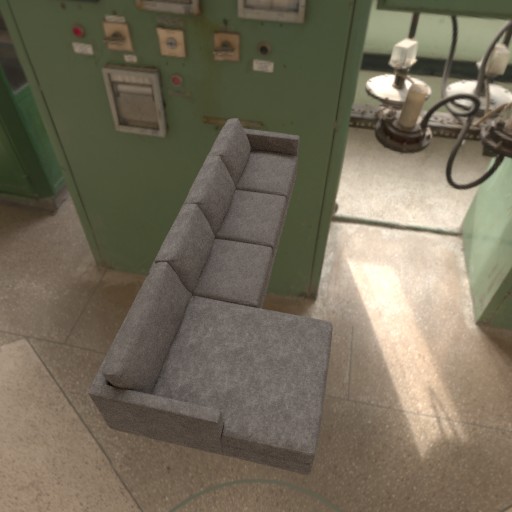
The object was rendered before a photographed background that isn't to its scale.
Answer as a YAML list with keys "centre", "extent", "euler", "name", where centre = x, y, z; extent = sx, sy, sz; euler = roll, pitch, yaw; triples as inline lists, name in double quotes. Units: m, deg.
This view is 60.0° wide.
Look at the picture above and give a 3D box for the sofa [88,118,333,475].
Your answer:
- centre: [0.000, 0.000, 4.214]
  extent: [1.606, 0.954, 3.471]
  euler: [9, 48, 9]
  name: "sofa"
